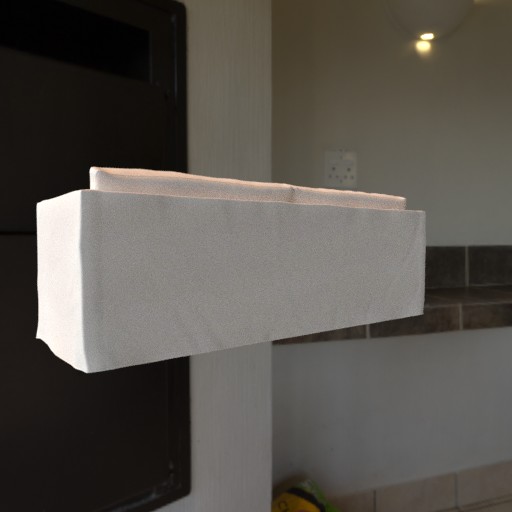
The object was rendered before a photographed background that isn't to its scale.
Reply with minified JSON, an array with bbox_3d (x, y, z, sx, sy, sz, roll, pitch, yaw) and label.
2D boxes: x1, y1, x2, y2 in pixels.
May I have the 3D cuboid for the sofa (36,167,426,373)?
[{"bbox_3d":[0.000,0.000,3.233,2.779,0.999,1.036,-2,3,-37],"label":"sofa"}]
